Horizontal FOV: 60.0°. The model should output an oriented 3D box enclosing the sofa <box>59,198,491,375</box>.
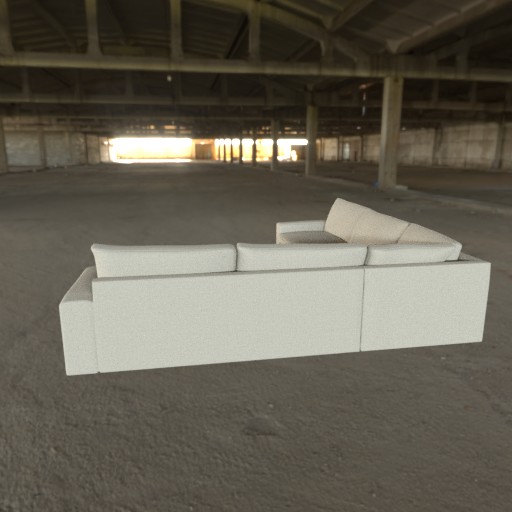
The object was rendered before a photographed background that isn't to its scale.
[{"bbox_3d":[0.000,0.000,4.700,3.206,0.918,3.066,-2,14,-10],"label":"sofa"}]
